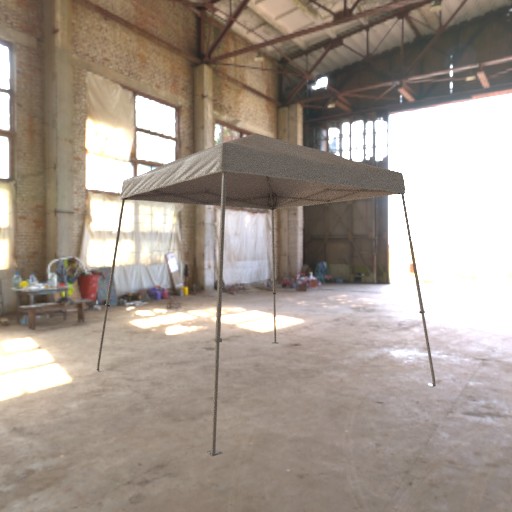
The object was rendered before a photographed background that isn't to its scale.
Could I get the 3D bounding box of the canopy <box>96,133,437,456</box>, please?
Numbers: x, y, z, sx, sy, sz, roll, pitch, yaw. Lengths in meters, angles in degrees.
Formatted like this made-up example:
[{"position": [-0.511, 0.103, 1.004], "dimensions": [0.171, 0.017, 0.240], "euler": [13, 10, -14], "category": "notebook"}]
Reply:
[{"position": [0.000, 0.000, 5.175], "dimensions": [2.848, 2.849, 2.849], "euler": [-1, 1, -36], "category": "canopy"}]
